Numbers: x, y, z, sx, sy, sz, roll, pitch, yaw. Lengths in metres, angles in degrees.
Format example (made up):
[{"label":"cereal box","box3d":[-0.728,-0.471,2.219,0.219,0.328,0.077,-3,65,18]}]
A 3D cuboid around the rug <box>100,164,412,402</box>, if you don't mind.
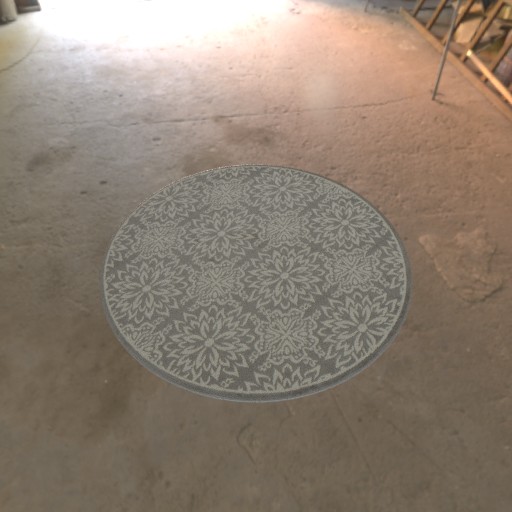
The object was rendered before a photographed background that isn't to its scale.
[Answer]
[{"label":"rug","box3d":[0.000,0.000,2.320,1.593,0.012,1.593,0,48,0]}]
